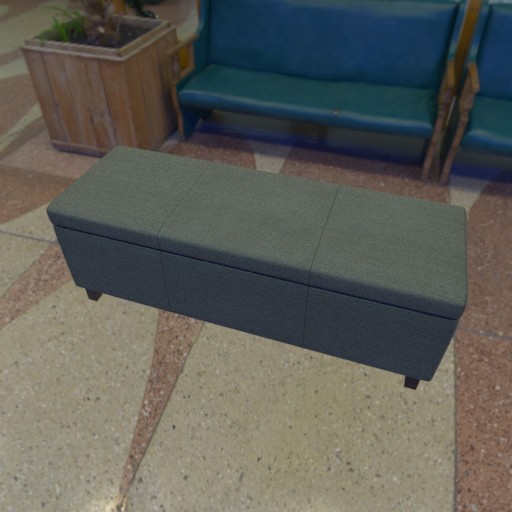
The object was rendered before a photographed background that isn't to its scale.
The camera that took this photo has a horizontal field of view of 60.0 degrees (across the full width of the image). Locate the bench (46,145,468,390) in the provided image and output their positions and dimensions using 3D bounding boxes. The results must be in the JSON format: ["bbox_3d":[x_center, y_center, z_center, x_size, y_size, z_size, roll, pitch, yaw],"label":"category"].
[{"bbox_3d":[0.000,0.000,1.518,1.269,0.438,0.446,13,44,14],"label":"bench"}]
